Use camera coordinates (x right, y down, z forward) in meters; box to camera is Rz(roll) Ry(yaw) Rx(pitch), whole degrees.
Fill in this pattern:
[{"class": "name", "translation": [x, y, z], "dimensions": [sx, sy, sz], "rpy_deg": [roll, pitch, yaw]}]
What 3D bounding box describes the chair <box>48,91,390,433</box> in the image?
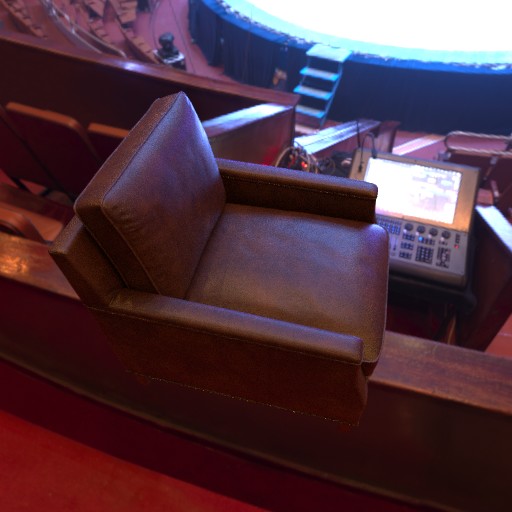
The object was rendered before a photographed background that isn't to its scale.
[{"class": "chair", "translation": [0.000, 0.000, 1.687], "dimensions": [1.014, 0.929, 0.853], "rpy_deg": [10, 49, 9]}]
